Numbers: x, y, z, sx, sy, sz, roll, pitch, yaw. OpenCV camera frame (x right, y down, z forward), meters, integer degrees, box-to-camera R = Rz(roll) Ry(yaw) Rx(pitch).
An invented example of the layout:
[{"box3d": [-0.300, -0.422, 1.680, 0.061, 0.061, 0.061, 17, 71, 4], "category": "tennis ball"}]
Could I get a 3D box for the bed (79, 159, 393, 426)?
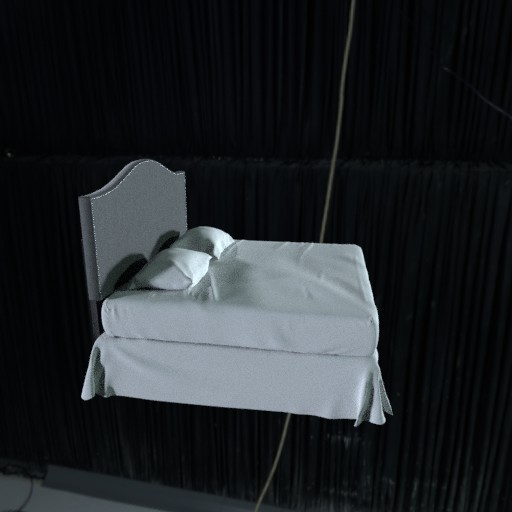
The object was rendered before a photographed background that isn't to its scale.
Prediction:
[{"box3d": [0.000, 0.000, 3.912, 2.219, 1.651, 2.314, 3, 16, 9], "category": "bed"}]
